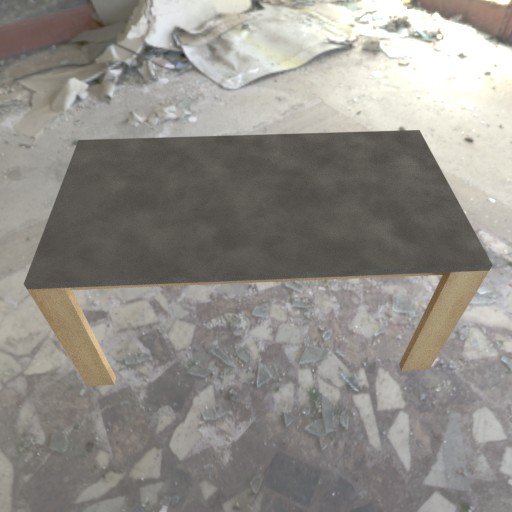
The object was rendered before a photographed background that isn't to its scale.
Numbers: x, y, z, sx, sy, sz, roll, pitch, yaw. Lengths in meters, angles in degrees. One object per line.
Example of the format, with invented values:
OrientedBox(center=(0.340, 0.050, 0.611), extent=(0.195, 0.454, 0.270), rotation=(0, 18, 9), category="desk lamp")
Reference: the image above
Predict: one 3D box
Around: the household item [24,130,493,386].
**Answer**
OrientedBox(center=(0.000, 0.000, 2.073), extent=(1.600, 0.755, 0.850), rotation=(-2, 48, -2), category="household item")
